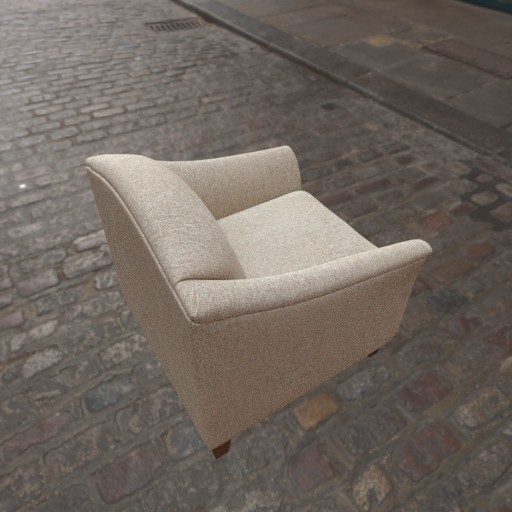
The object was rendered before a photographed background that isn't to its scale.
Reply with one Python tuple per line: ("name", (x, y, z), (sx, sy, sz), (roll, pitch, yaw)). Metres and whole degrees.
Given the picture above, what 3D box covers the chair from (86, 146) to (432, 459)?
("chair", (0.000, 0.000, 1.472), (0.787, 0.839, 0.763), (-23, 46, -24))
